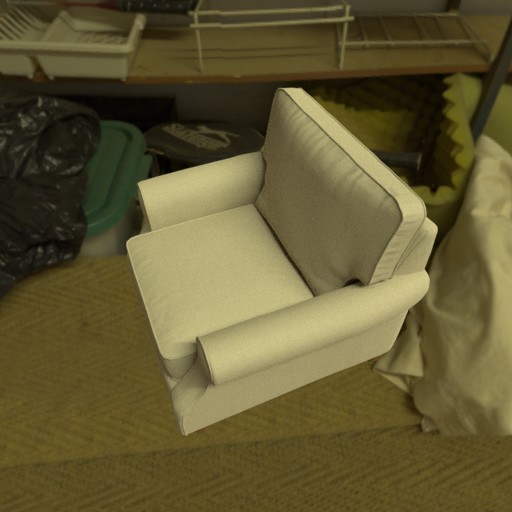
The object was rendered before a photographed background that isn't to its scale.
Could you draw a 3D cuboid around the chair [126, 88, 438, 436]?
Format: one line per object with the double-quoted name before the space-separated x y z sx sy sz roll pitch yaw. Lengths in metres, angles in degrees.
"chair" 0.000 0.000 1.775 0.966 0.967 1.029 -17 48 -16
